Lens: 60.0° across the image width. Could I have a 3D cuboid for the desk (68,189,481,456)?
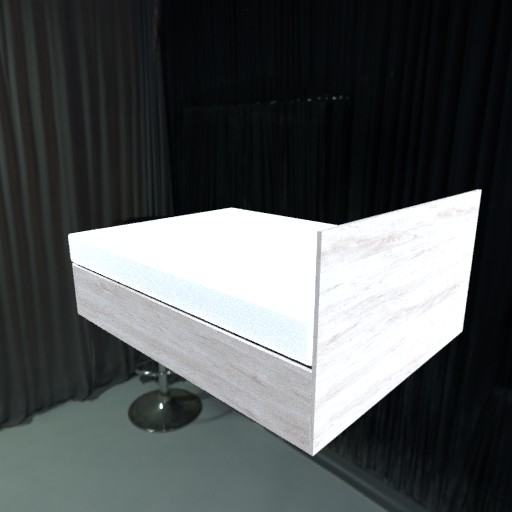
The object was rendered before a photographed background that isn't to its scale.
[{"bbox_3d":[0.000,0.000,2.557,1.900,0.800,1.400,15,21,42],"label":"desk"}]
